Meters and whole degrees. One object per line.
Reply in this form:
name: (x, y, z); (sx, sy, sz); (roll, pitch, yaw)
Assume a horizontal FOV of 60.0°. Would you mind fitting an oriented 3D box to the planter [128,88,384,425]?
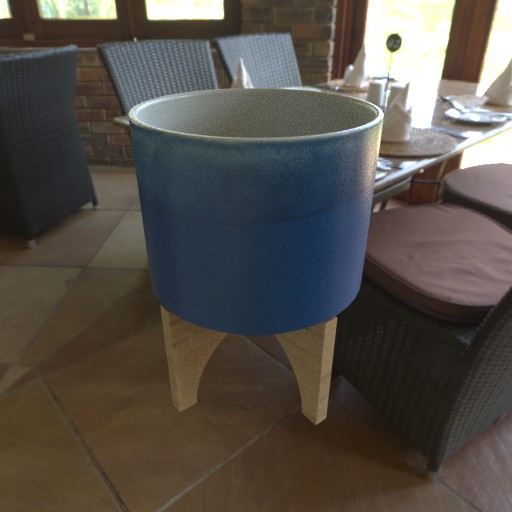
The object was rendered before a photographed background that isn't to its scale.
planter: (0.000, 0.000, 0.407); (0.192, 0.263, 0.192); (0, 29, 0)
